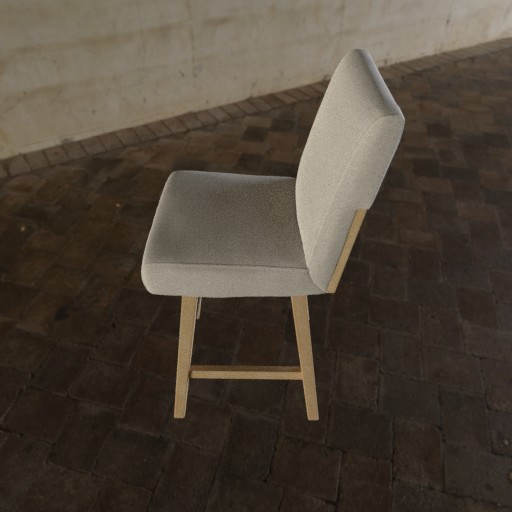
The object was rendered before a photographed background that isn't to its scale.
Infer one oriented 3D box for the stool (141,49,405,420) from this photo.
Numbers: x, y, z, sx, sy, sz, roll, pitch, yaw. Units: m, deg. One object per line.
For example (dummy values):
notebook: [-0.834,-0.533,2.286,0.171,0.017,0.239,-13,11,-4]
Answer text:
stool: [0.000,0.000,1.254,0.543,1.015,0.446,1,42,1]
